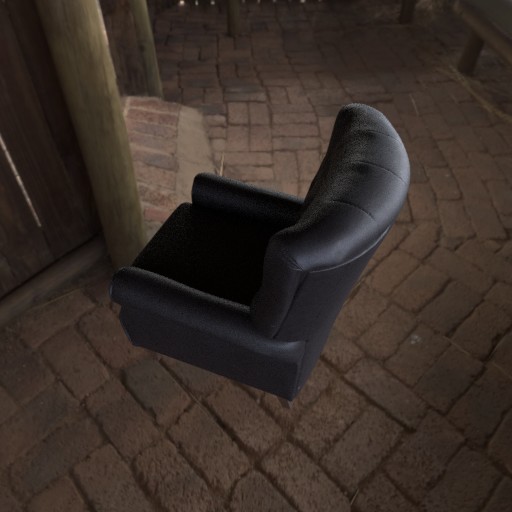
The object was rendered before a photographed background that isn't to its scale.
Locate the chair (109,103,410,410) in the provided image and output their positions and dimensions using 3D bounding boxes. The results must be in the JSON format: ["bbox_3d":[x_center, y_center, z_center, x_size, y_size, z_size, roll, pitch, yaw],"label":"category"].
[{"bbox_3d":[0.000,0.000,1.923,1.058,1.158,0.948,16,47,15],"label":"chair"}]
